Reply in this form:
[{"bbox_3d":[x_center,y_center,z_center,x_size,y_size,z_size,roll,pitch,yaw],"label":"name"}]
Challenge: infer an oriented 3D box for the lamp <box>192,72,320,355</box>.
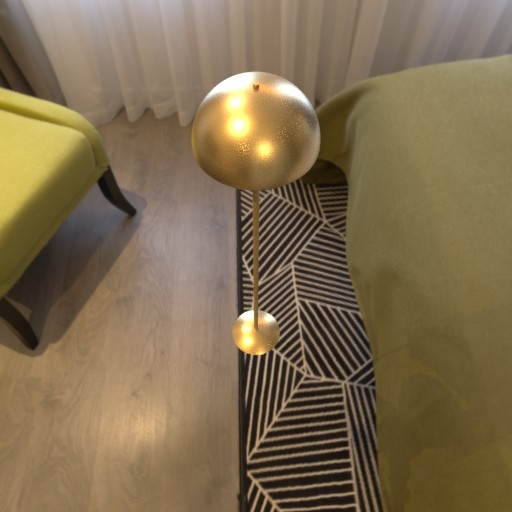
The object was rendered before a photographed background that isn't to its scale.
[{"bbox_3d":[0.000,0.000,1.621,0.328,1.480,0.328,-29,63,-16],"label":"lamp"}]
